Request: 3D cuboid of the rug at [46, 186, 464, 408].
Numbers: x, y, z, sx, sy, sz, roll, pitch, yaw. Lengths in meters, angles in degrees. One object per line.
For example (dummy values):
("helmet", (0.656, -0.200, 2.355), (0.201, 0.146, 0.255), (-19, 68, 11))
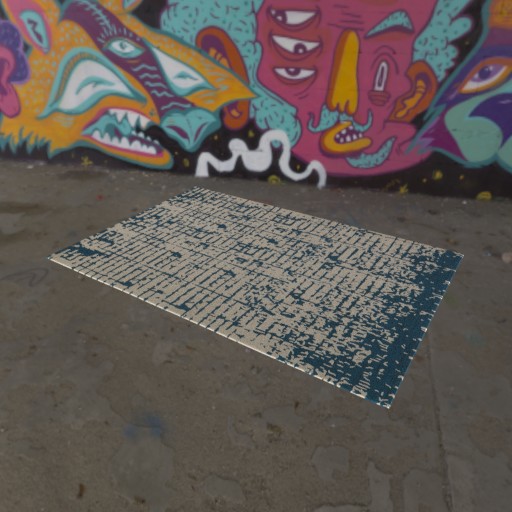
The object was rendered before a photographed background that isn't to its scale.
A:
("rug", (0.000, 0.000, 2.329), (1.828, 0.007, 1.220), (18, 34, 28))
